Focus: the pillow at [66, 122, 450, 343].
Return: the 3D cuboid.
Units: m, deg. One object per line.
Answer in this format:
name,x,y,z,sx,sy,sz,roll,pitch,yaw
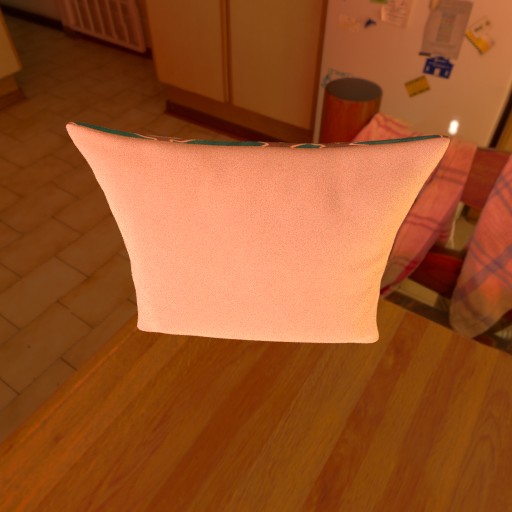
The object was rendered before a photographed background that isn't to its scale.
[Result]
pillow,0.000,0.000,0.787,0.526,0.507,0.166,3,46,3
